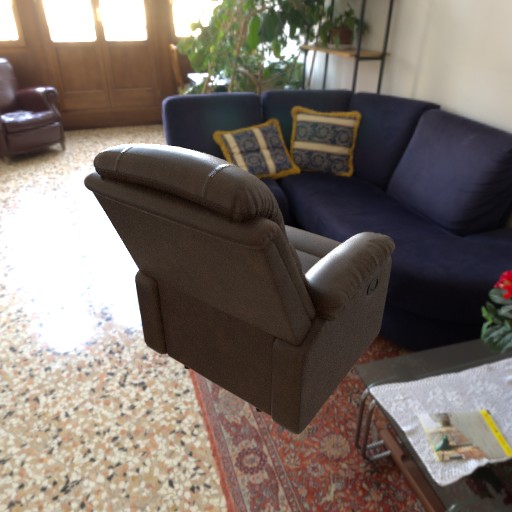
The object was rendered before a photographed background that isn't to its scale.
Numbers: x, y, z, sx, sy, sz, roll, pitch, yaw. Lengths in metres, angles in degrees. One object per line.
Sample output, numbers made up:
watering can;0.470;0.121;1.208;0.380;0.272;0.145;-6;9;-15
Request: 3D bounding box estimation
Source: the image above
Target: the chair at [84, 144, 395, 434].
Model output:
chair;0.000;0.000;1.705;0.855;0.992;0.919;20;36;31
